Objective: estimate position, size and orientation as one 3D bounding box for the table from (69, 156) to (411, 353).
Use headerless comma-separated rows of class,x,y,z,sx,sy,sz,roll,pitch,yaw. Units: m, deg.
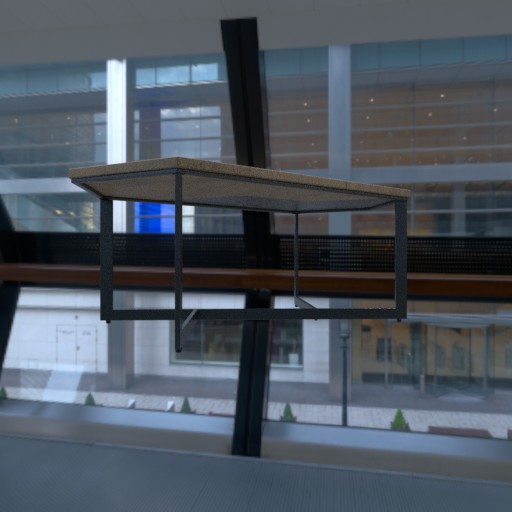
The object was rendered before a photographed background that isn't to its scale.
table,0.000,0.000,1.525,1.219,0.457,0.609,0,0,-36
